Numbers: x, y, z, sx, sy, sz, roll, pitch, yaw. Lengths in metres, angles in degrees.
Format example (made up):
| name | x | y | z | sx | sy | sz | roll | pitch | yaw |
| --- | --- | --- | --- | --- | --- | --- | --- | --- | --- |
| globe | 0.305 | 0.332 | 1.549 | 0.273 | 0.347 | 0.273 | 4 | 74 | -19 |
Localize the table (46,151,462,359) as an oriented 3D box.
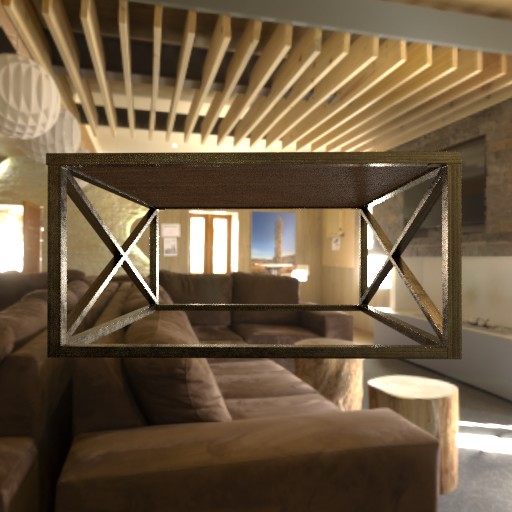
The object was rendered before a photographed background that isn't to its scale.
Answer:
| name | x | y | z | sx | sy | sz | roll | pitch | yaw |
| --- | --- | --- | --- | --- | --- | --- | --- | --- | --- |
| table | 0.000 | 0.000 | 1.416 | 0.909 | 0.451 | 0.899 | 0 | 0 | 1 |
